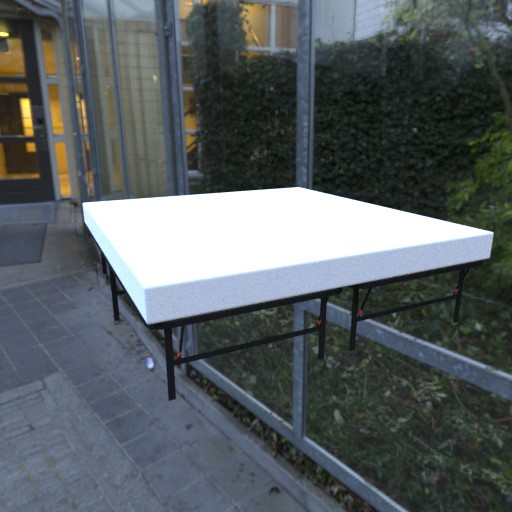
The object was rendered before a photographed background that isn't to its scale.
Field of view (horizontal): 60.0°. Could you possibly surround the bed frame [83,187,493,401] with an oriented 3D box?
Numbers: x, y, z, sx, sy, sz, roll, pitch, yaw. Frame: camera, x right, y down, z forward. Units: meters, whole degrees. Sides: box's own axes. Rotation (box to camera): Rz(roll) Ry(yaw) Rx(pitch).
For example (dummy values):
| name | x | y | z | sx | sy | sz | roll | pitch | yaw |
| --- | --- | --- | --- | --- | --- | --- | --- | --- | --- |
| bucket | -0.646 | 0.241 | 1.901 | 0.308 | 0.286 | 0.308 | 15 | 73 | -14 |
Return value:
| name | x | y | z | sx | sy | sz | roll | pitch | yaw |
| --- | --- | --- | --- | --- | --- | --- | --- | --- | --- |
| bed frame | 0.000 | 0.000 | 2.988 | 1.930 | 0.559 | 2.032 | -8 | 18 | -25 |
